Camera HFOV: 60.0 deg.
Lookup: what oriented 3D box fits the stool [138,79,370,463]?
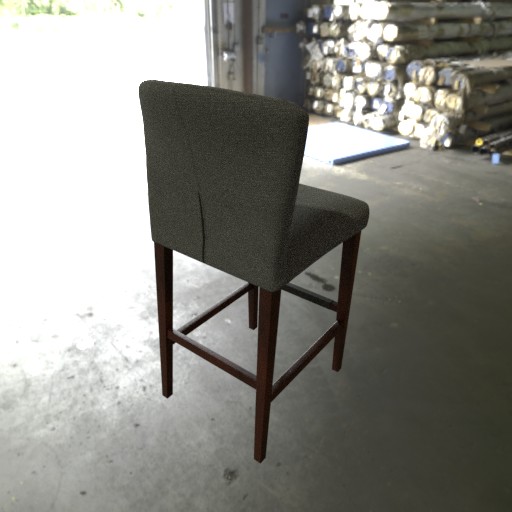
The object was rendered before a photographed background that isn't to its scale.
[{"bbox_3d":[0.000,0.000,1.373,0.486,1.069,0.568,21,36,32],"label":"stool"}]
